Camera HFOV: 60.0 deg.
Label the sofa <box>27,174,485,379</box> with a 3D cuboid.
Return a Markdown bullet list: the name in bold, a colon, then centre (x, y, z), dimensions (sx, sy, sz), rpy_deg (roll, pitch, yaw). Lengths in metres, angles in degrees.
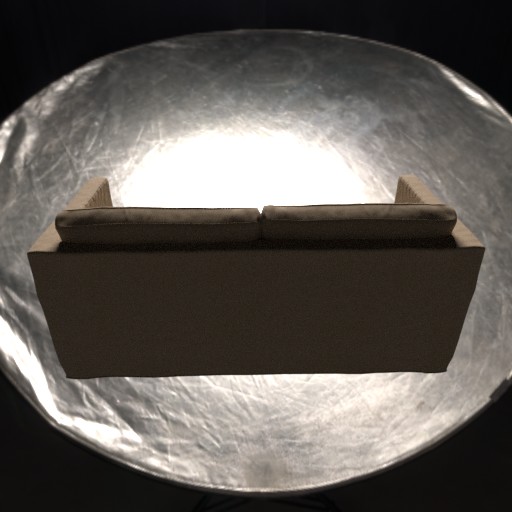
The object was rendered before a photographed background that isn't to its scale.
- **sofa**: centre (0.000, 0.000, 2.415), dimensions (1.987, 0.847, 0.956), rpy_deg (-1, 30, -1)
